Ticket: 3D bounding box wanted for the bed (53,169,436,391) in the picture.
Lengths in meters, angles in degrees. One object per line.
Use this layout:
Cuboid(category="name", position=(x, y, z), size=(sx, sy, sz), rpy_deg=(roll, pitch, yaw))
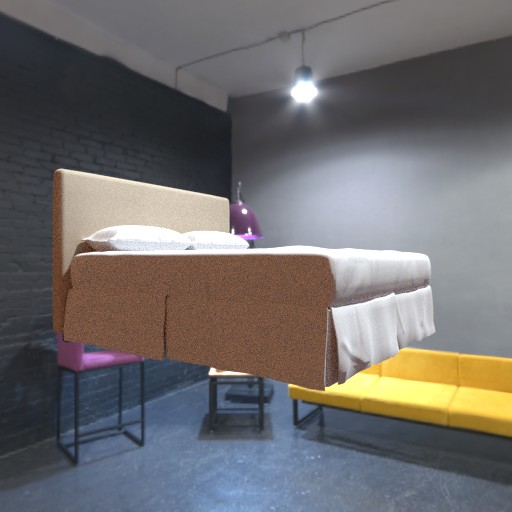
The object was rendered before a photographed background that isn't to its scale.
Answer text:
Cuboid(category="bed", position=(0.000, 0.000, 3.531), size=(2.319, 1.317, 2.119), rpy_deg=(0, 0, 35))
